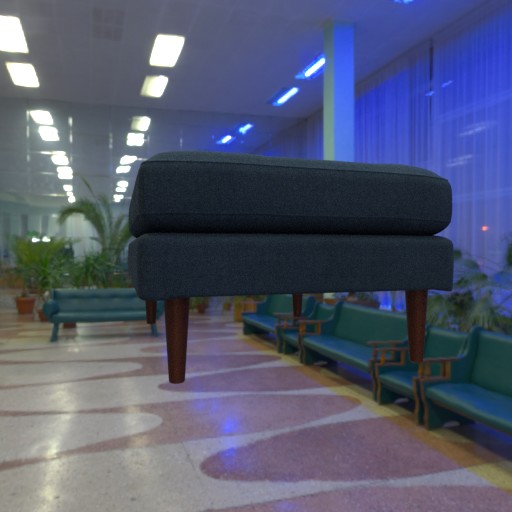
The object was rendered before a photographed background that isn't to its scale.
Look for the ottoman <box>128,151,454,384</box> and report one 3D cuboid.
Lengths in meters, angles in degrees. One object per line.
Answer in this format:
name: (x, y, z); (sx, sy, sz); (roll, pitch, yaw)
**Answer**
ottoman: (0.000, 0.000, 1.275); (0.693, 0.474, 0.821); (0, 1, -17)
